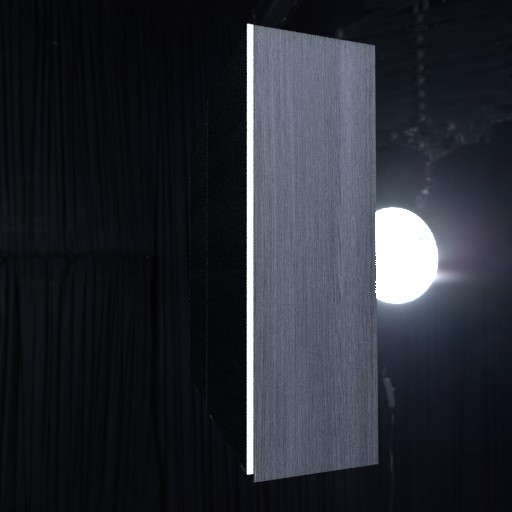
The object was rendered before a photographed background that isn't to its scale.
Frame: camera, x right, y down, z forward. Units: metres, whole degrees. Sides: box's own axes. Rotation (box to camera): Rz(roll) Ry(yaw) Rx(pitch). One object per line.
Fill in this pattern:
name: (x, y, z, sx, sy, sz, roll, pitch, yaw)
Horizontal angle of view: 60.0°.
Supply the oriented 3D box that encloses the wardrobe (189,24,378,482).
wardrobe: (0.000, 0.000, 2.826, 0.629, 1.960, 1.780, 1, -2, -17)
